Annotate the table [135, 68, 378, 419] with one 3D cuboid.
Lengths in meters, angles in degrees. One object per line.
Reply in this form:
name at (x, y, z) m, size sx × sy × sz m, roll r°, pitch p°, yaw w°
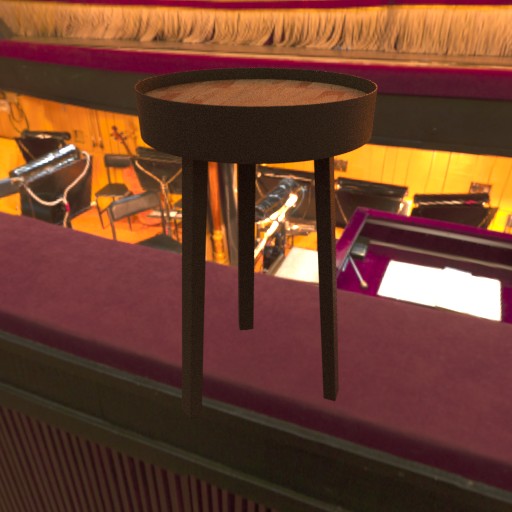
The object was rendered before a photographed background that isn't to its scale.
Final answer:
table at (0.000, 0.000, 0.931) m, size 0.406 × 0.686 × 0.406 m, roll 11°, pitch 31°, yaw 19°
